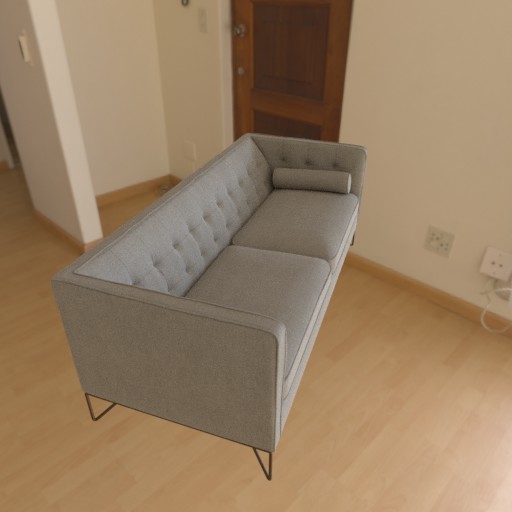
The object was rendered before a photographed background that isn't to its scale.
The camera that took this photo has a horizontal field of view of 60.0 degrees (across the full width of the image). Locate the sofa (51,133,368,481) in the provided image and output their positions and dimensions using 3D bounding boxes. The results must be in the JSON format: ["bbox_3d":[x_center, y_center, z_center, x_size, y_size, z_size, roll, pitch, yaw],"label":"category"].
[{"bbox_3d":[0.000,0.000,2.537,0.912,0.798,2.079,11,33,17],"label":"sofa"}]
